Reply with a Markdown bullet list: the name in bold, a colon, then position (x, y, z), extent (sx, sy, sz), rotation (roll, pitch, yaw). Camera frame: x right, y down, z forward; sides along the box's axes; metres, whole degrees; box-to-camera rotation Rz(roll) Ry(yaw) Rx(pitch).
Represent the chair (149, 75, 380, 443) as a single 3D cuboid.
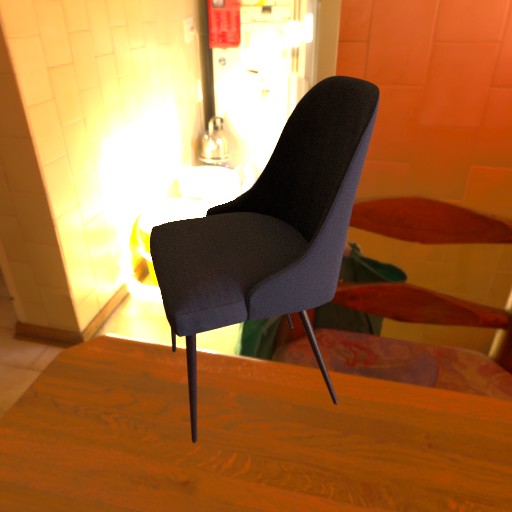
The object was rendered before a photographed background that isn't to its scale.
- **chair**: position (0.000, 0.000, 1.236), extent (0.559, 0.896, 0.478), rotation (-9, 31, -15)
